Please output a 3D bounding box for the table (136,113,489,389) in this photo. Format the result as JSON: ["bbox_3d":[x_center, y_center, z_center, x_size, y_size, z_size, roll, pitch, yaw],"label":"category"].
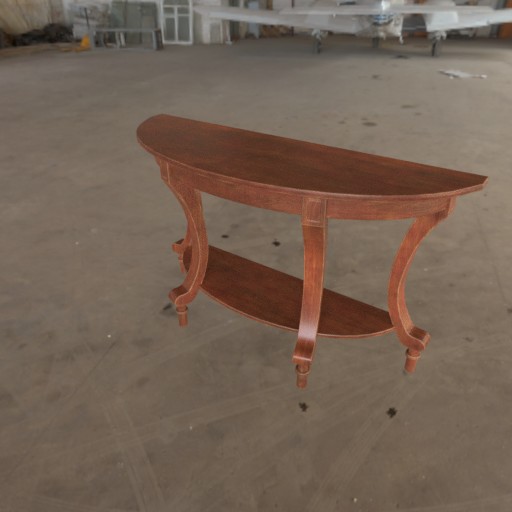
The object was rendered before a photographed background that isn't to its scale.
[{"bbox_3d":[0.000,0.000,1.482,1.198,0.699,0.394,20,36,30],"label":"table"}]
